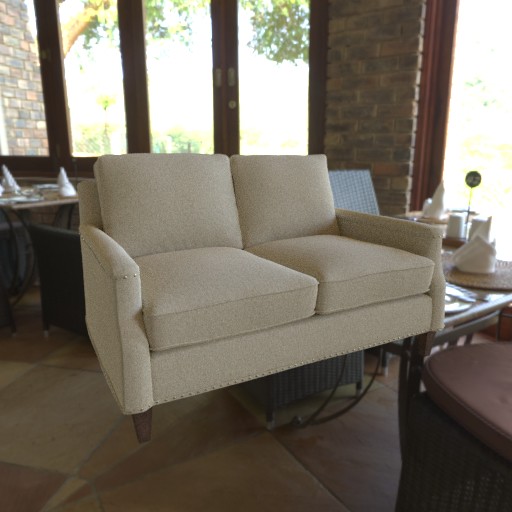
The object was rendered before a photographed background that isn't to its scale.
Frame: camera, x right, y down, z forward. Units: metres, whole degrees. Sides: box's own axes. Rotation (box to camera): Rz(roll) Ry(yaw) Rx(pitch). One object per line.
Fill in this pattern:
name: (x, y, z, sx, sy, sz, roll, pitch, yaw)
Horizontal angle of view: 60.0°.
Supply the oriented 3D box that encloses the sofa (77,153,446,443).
sofa: (0.000, 0.000, 2.224, 1.597, 1.003, 1.084, -7, 15, -27)
